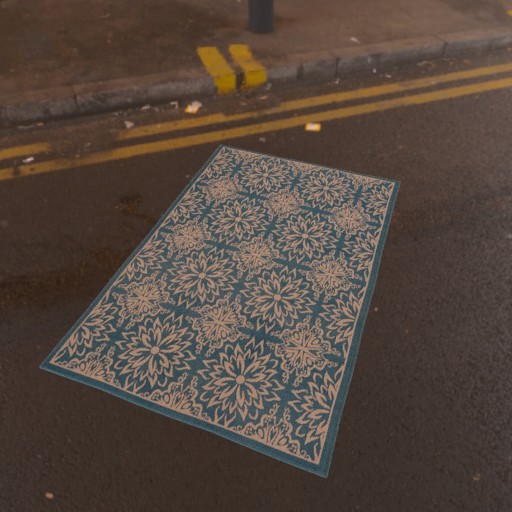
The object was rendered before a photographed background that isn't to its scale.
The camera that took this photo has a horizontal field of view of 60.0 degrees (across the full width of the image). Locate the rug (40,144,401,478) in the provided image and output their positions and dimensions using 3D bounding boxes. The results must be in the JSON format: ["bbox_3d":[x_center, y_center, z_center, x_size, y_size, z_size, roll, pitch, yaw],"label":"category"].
[{"bbox_3d":[0.000,0.000,2.270,1.211,0.012,1.833,15,47,14],"label":"rug"}]
